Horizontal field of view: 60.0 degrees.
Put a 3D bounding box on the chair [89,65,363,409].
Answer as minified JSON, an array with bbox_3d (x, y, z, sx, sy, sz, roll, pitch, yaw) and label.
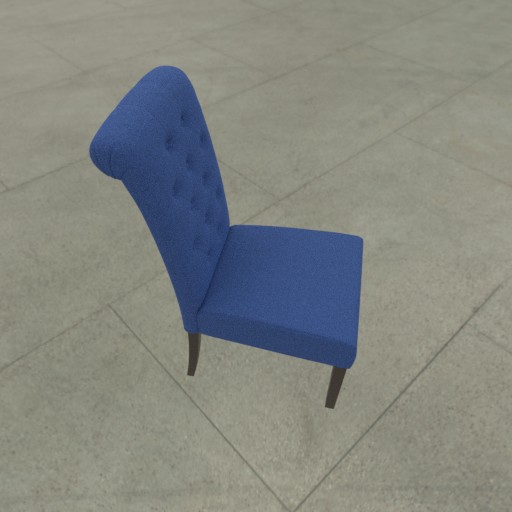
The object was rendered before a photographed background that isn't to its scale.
[{"bbox_3d":[0.000,0.000,1.372,0.671,1.006,0.456,9,47,8],"label":"chair"}]
